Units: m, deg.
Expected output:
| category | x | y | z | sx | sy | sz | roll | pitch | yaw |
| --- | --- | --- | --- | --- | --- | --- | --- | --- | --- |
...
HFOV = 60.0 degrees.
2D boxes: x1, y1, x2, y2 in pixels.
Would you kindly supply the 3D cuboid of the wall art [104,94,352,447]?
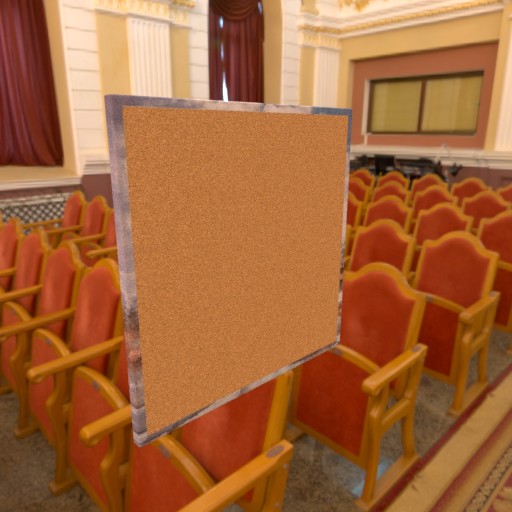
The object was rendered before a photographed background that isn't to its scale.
| category | x | y | z | sx | sy | sz | roll | pitch | yaw |
| --- | --- | --- | --- | --- | --- | --- | --- | --- | --- |
| wall art | 0.000 | 0.000 | 1.564 | 1.010 | 1.020 | 0.040 | -14 | 21 | -41 |
